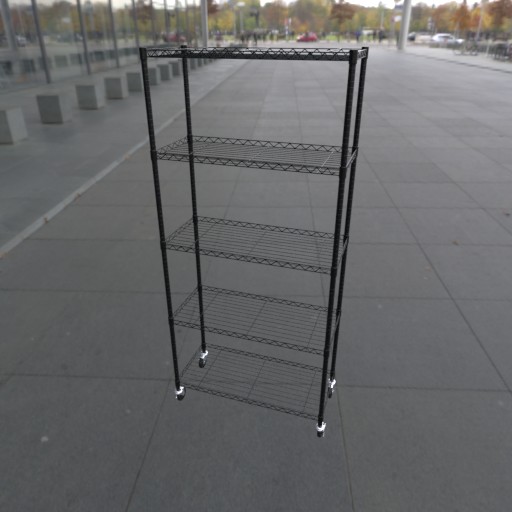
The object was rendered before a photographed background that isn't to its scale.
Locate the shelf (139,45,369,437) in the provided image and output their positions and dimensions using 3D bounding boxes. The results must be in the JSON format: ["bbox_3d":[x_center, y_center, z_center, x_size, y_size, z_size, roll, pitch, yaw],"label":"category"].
[{"bbox_3d":[0.000,0.000,1.926,0.762,1.645,0.356,9,28,17],"label":"shelf"}]
